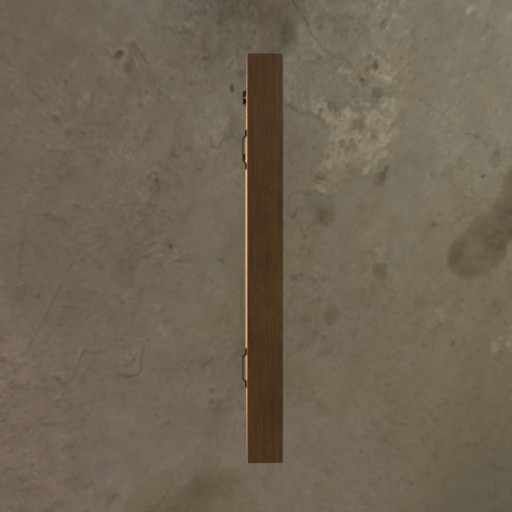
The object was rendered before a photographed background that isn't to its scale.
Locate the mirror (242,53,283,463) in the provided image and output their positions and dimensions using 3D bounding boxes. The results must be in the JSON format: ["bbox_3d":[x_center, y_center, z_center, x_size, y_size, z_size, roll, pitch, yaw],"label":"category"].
[{"bbox_3d":[0.000,0.000,0.692,0.041,0.509,0.406,0,91,-2],"label":"mirror"}]
